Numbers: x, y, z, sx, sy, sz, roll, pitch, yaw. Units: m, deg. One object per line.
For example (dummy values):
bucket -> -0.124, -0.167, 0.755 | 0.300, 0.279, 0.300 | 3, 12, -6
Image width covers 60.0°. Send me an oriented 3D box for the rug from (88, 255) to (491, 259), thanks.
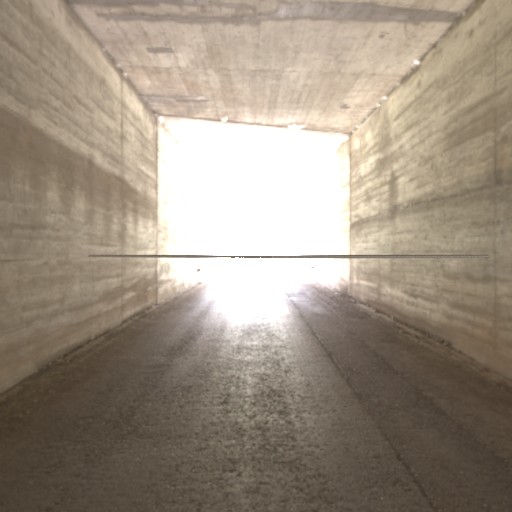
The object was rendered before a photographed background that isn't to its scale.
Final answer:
rug -> 0.000, 0.000, 3.484 | 1.819, 0.018, 2.746 | 0, 0, -36
